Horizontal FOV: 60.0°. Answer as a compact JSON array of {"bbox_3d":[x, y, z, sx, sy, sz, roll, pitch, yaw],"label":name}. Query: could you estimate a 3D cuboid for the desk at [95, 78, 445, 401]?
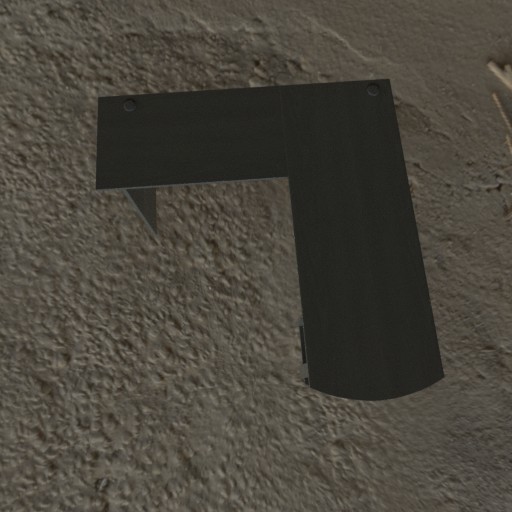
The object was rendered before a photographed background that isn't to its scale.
[{"bbox_3d":[0.000,0.000,2.130,1.303,0.716,1.361,-4,74,-1],"label":"desk"}]
